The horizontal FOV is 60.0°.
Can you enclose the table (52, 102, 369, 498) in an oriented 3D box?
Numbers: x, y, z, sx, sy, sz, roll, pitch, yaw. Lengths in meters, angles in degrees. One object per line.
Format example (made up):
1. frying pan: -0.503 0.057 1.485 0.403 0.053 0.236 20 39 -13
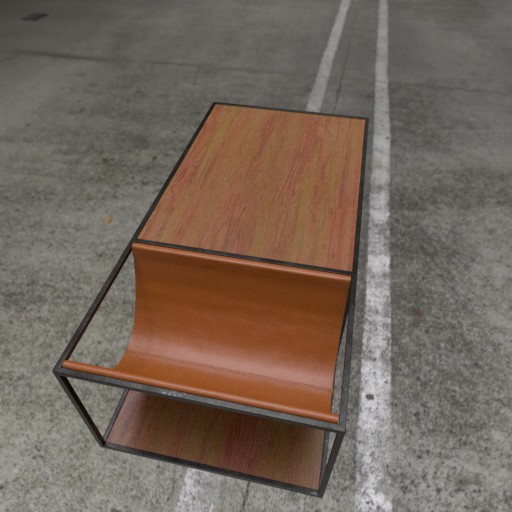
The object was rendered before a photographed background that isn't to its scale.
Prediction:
1. table: 0.000 0.000 1.414 0.597 0.403 1.199 9 46 8
